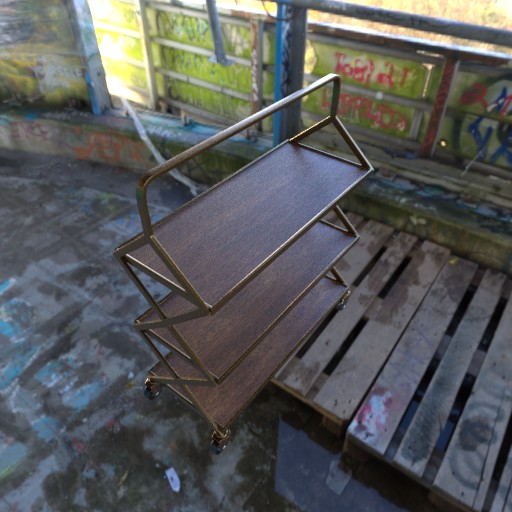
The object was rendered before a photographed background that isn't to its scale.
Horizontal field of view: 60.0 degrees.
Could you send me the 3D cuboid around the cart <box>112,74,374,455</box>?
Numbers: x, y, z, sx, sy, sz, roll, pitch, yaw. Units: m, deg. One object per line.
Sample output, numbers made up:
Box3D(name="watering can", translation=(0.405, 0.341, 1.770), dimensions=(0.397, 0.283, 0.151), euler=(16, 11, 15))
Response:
Box3D(name="cart", translation=(0.000, 0.000, 1.220), dimensions=(0.313, 0.805, 0.723), euler=(27, 48, 28))
